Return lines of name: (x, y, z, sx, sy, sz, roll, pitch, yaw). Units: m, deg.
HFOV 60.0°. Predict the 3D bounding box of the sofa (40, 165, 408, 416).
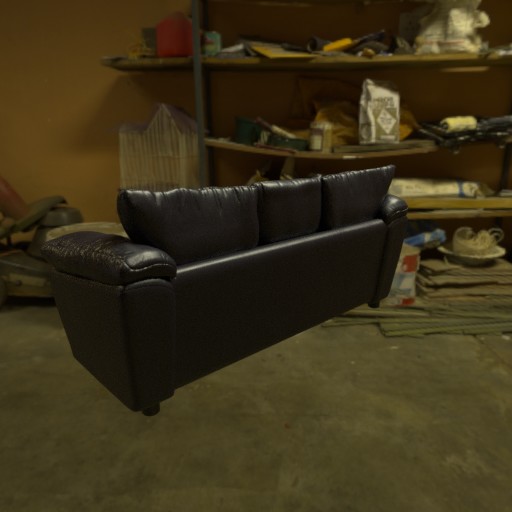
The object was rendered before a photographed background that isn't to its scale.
sofa: (0.000, 0.000, 2.815, 2.336, 1.073, 0.880, -14, 21, -41)
